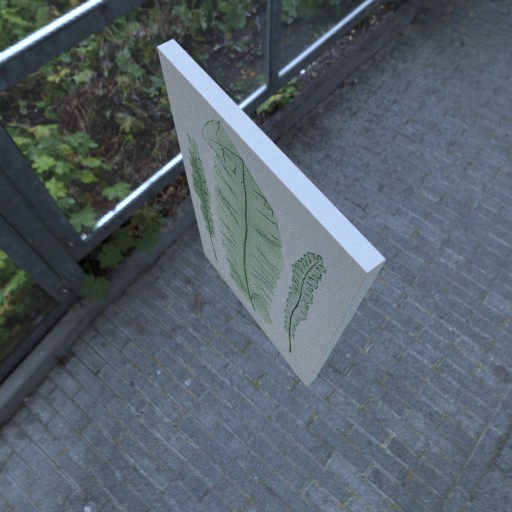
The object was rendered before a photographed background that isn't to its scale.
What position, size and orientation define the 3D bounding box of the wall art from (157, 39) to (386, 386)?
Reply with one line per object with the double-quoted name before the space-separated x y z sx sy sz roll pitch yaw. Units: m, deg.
"wall art" 0.000 0.000 1.182 0.038 0.914 0.610 -33 68 -15
